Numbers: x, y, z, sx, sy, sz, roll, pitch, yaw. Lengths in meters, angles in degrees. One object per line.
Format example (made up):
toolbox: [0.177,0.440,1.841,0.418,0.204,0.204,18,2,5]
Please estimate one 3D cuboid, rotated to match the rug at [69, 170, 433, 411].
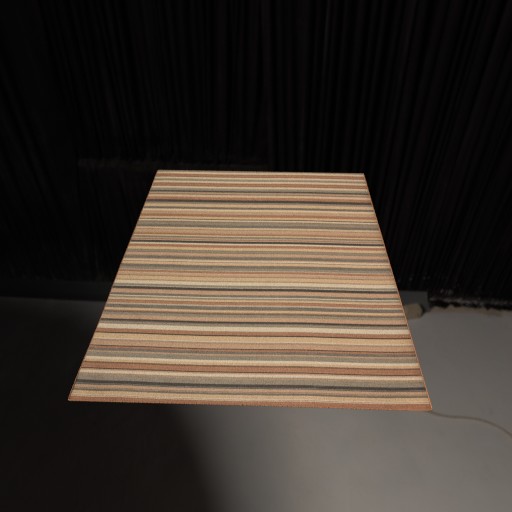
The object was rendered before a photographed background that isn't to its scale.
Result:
rug: [0.000,0.000,4.095,2.436,0.011,3.045,1,41,1]
